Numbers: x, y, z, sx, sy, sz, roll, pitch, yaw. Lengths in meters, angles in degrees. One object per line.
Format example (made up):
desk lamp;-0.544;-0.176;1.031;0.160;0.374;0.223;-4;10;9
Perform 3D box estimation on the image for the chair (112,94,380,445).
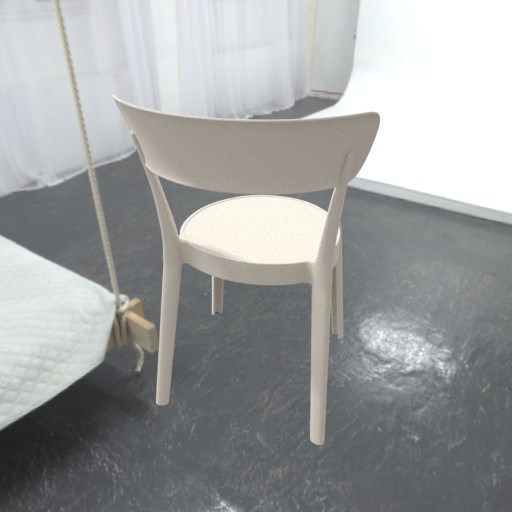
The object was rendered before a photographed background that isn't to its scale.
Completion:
chair;0.000;0.000;1.095;0.506;0.790;0.491;9;32;14
